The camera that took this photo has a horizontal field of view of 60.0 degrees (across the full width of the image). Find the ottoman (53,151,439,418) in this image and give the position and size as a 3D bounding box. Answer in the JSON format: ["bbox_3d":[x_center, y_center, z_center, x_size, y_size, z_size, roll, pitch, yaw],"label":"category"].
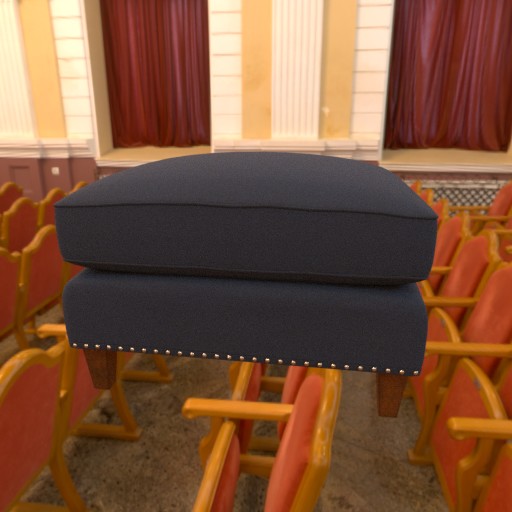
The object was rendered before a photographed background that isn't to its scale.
[{"bbox_3d":[0.000,0.000,1.132,0.741,0.513,0.584,3,18,9],"label":"ottoman"}]
